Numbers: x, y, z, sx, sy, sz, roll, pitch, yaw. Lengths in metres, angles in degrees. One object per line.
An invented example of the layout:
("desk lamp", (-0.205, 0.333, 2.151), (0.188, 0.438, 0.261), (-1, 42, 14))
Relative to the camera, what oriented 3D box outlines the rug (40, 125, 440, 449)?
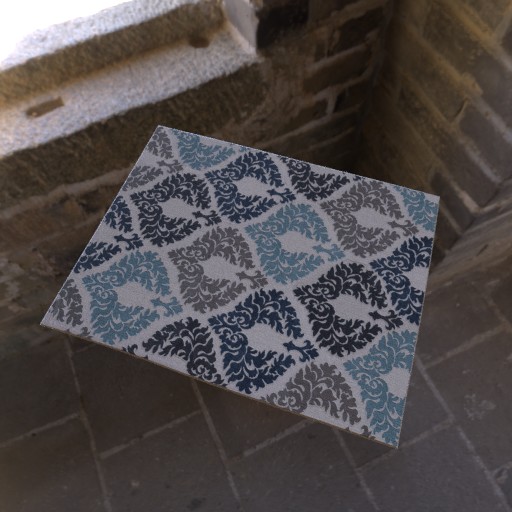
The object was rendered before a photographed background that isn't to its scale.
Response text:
("rug", (0.000, 0.000, 4.052), (3.040, 0.014, 2.423), (16, 63, 9))
